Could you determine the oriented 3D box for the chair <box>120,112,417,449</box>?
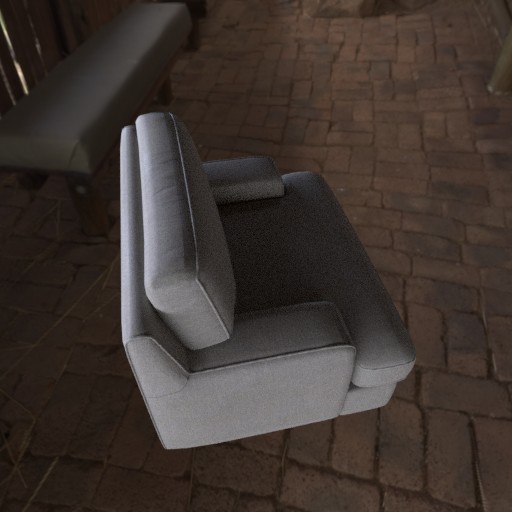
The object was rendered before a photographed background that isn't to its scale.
[{"bbox_3d":[0.000,0.000,1.967,1.043,0.974,1.270,-9,47,-8],"label":"chair"}]
